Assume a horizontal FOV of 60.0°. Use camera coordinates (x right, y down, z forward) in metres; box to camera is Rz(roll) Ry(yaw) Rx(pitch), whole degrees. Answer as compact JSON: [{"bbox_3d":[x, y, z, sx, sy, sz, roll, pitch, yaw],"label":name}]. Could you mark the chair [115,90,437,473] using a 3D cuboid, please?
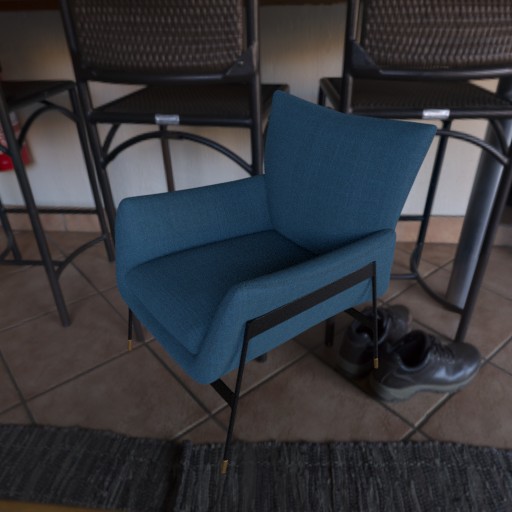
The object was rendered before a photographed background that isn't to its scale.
[{"bbox_3d":[0.000,0.000,1.436,0.769,0.859,0.678,-21,37,-32],"label":"chair"}]
